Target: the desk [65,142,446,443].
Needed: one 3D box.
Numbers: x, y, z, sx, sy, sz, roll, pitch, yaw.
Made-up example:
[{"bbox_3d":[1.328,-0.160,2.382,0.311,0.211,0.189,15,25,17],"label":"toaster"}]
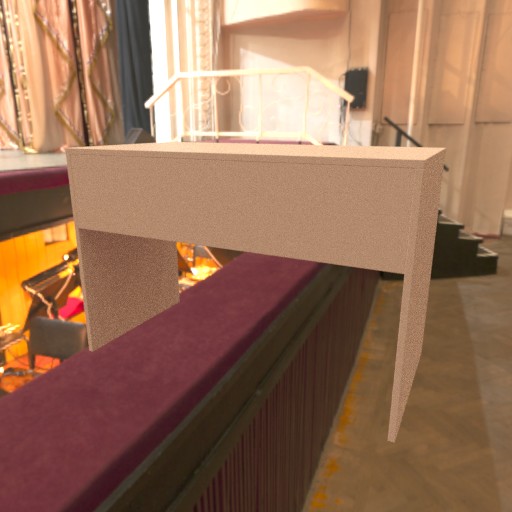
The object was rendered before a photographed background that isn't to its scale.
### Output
[{"bbox_3d":[0.000,0.000,1.539,1.100,0.730,0.560,8,18,26],"label":"desk"}]
